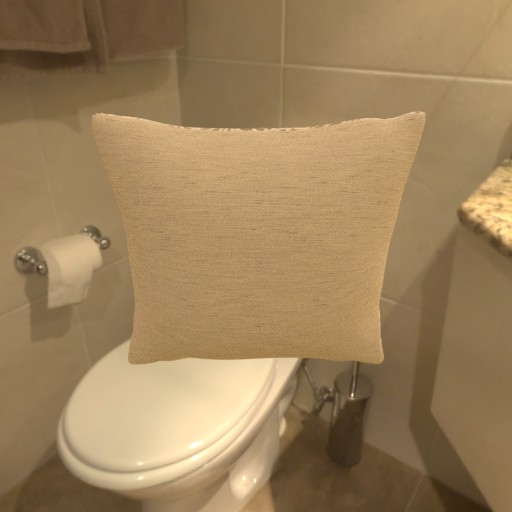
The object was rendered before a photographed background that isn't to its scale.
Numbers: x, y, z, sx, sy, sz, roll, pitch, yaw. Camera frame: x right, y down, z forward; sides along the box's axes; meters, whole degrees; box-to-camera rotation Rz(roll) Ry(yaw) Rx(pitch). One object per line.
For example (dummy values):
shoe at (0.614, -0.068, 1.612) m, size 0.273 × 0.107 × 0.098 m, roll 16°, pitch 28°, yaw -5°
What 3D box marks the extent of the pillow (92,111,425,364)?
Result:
pillow at (0.000, 0.000, 0.668) m, size 0.438 × 0.421 × 0.167 m, roll 0°, pitch 28°, yaw 0°
